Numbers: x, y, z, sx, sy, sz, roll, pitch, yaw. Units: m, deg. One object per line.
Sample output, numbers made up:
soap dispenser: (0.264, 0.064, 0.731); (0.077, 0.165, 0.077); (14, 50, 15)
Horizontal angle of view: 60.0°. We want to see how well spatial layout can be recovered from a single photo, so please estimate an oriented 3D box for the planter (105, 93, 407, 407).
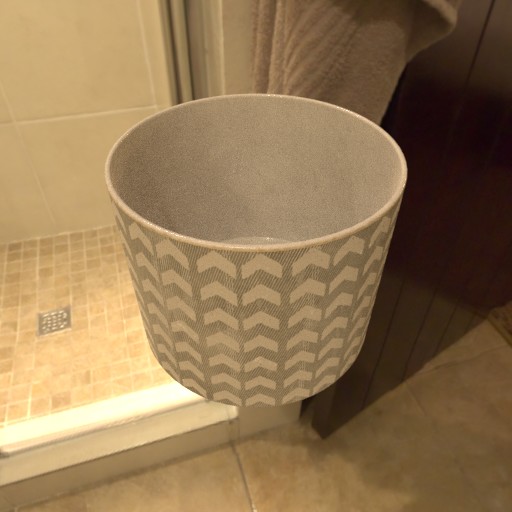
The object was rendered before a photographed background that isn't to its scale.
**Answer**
planter: (0.000, 0.000, 0.456); (0.250, 0.239, 0.250); (0, 42, 0)
